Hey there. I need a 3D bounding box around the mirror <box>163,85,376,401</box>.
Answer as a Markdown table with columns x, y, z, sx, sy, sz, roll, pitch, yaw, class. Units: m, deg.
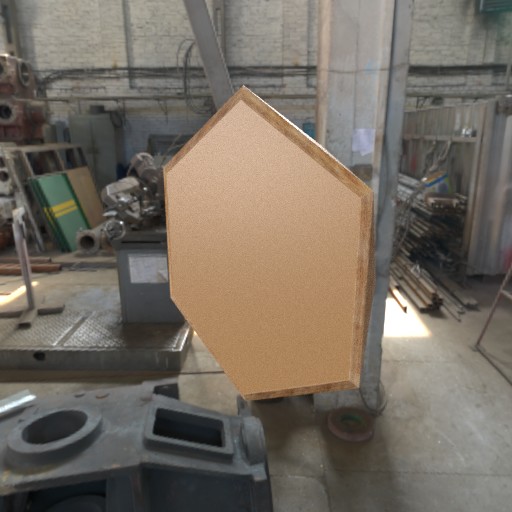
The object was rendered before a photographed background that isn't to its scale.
| x | y | z | sx | sy | sz | roll | pitch | yaw | class |
| --- | --- | --- | --- | --- | --- | --- | --- | --- | --- |
| 0.000 | 0.000 | 1.086 | 0.091 | 0.779 | 0.675 | -15 | 22 | -41 | mirror |
